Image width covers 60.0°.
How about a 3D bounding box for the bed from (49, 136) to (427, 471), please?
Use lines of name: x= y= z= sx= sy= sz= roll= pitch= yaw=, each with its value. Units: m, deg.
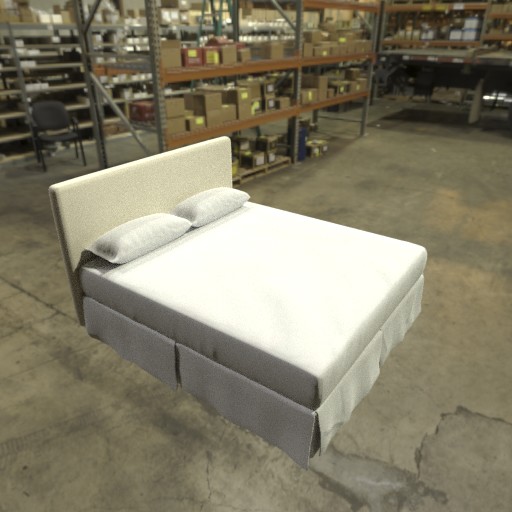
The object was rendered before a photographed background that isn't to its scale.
bed: x=0.000 y=0.000 z=3.636 sx=2.341 sy=1.317 sz=2.119 roll=18 pitch=32 yaw=31
